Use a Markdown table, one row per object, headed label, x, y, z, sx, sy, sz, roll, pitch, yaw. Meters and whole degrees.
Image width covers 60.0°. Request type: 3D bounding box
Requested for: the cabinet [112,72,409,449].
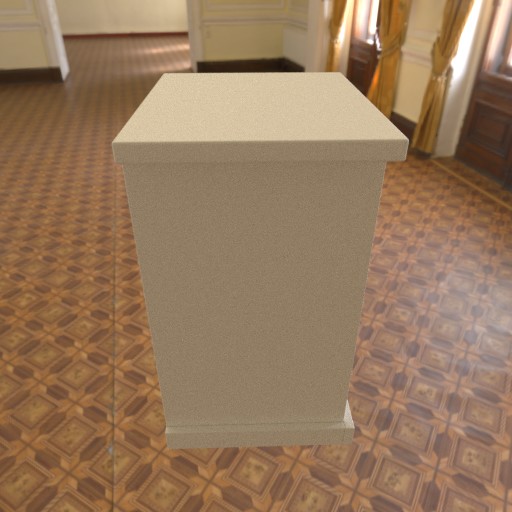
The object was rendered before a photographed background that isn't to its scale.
| label | x | y | z | sx | sy | sz | roll | pitch | yaw |
| --- | --- | --- | --- | --- | --- | --- | --- | --- | --- |
| cabinet | 0.000 | 0.000 | 1.050 | 0.431 | 0.723 | 0.520 | -1 | 33 | -2 |
